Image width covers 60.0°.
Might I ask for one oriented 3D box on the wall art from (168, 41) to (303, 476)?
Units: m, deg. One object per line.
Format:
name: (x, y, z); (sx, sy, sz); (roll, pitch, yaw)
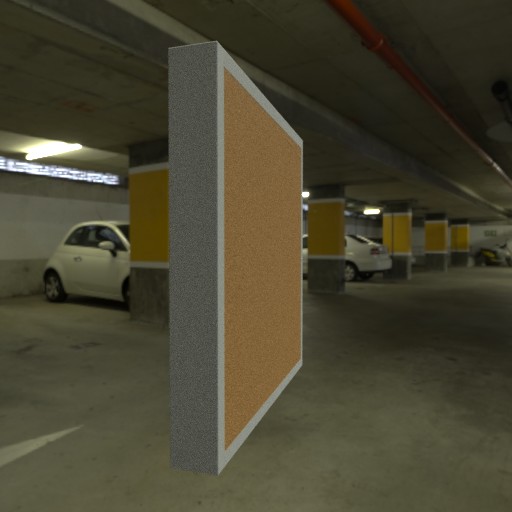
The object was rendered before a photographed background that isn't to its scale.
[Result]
wall art: (0.000, 0.000, 0.461); (0.038, 0.305, 0.305); (0, 1, 17)
